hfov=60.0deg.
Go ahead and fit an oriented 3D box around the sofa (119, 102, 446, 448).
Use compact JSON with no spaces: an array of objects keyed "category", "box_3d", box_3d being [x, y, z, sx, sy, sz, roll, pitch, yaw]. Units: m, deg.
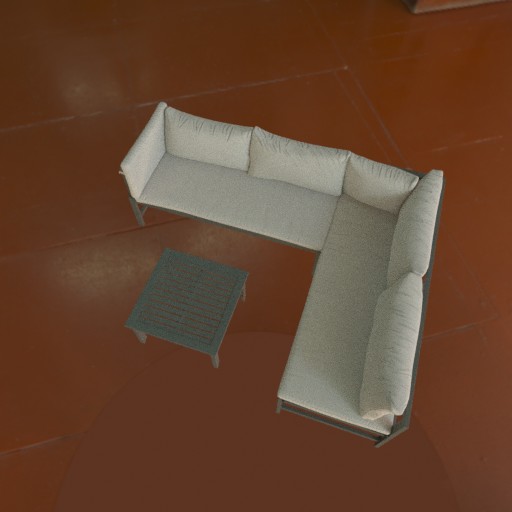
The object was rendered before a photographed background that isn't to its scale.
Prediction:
[{"category":"sofa","box_3d":[0.000,0.000,2.915,2.096,0.758,1.658,16,60,10]}]
